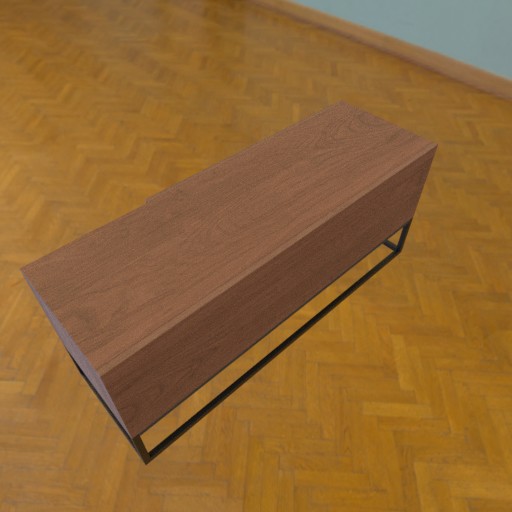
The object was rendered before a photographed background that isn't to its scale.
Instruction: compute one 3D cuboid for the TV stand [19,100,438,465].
[{"bbox_3d":[0.000,0.000,1.420,1.200,0.500,0.415,-34,55,-28],"label":"TV stand"}]
